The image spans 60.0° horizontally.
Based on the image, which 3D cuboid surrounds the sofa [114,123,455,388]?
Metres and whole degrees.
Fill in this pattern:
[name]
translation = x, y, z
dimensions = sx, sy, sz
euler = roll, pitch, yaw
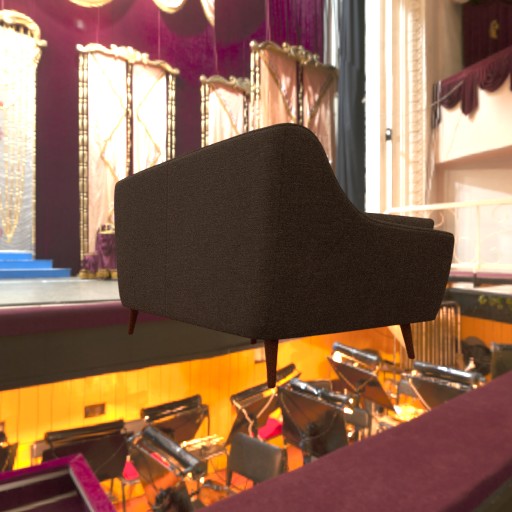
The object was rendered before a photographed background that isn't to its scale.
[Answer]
[sofa]
translation = 0.000, 0.000, 2.241
dimensions = 0.976, 0.887, 1.646
euler = 0, 0, -37
